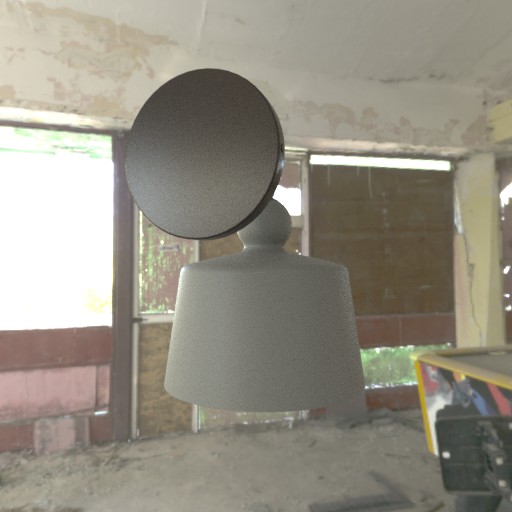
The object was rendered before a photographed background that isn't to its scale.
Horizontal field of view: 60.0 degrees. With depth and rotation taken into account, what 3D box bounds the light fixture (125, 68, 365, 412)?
[{"bbox_3d":[0.000,0.000,0.440,0.204,0.268,0.254,-1,-2,20],"label":"light fixture"}]
